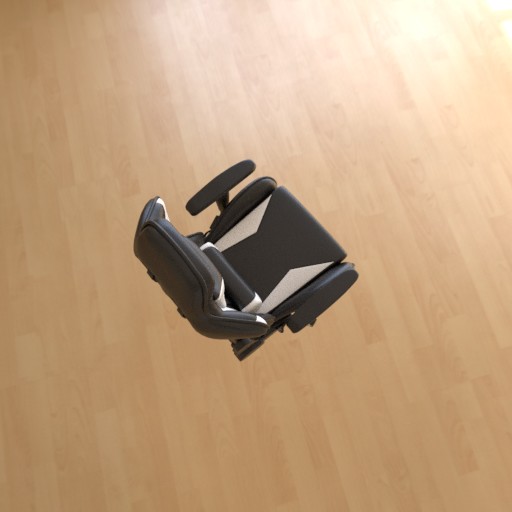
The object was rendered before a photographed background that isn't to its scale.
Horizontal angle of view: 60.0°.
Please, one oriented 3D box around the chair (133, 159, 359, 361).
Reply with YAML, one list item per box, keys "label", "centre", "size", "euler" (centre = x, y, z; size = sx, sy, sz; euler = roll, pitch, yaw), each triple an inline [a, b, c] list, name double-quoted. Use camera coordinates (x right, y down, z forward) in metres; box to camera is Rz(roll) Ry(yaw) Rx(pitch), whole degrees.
- label: "chair"
  centre: [0.000, 0.000, 1.779]
  size: [0.695, 1.285, 0.730]
  euler: [-39, 77, -10]
